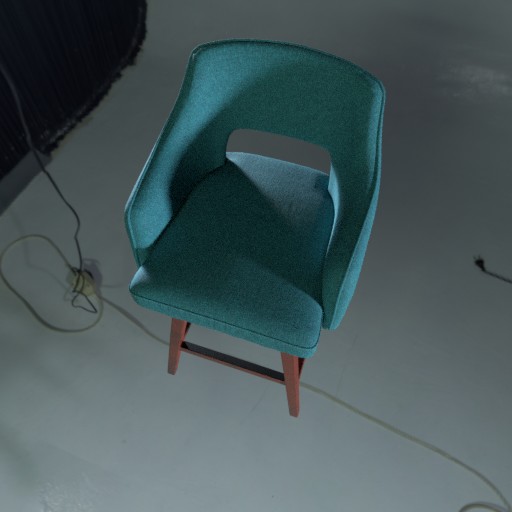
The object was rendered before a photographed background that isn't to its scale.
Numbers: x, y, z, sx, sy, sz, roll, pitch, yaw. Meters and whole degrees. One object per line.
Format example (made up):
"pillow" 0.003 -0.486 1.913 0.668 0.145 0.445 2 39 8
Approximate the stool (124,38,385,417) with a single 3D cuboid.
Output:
"stool" 0.000 0.000 1.247 0.548 0.961 0.556 16 59 10
